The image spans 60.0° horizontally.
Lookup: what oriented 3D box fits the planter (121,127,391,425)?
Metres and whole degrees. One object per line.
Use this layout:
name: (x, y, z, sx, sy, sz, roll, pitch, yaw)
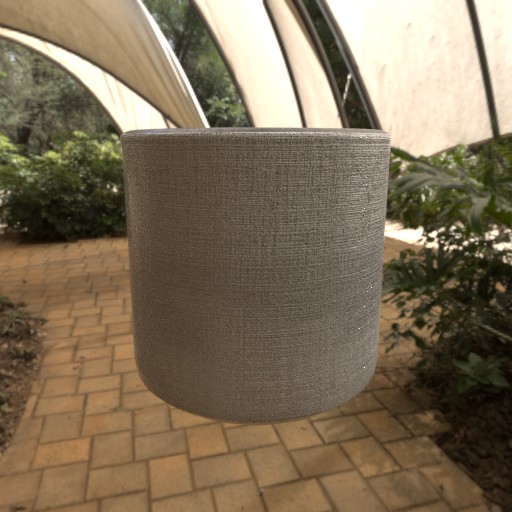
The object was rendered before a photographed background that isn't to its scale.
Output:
planter: (0.000, 0.000, 0.287, 0.160, 0.156, 0.160, 0, 14, 0)
